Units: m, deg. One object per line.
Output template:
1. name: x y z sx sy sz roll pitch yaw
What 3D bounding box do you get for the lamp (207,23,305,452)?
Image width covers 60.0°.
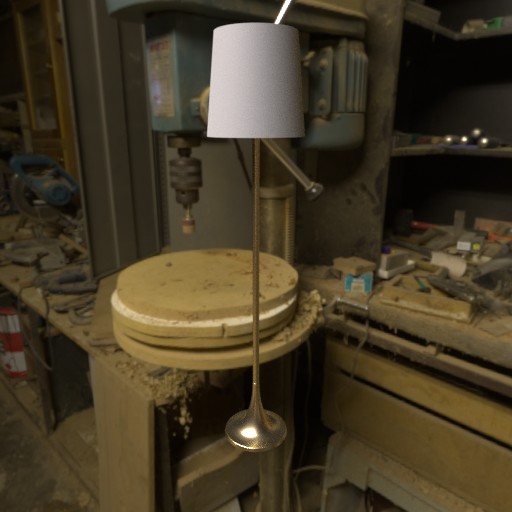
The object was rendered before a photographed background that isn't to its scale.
1. lamp: 0.000 0.000 1.658 0.337 1.543 0.337 0 17 0
